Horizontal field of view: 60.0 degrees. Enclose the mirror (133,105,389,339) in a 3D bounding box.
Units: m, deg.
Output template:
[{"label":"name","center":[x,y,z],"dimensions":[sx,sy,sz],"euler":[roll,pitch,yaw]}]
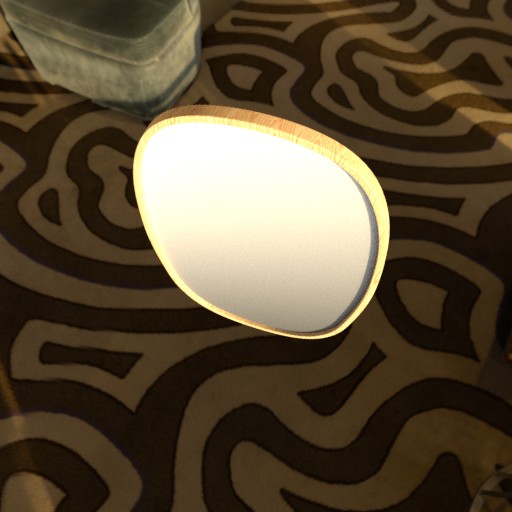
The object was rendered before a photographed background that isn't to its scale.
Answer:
[{"label":"mirror","center":[0.000,0.000,1.347],"dimensions":[0.724,1.075,0.037],"euler":[16,60,9]}]
